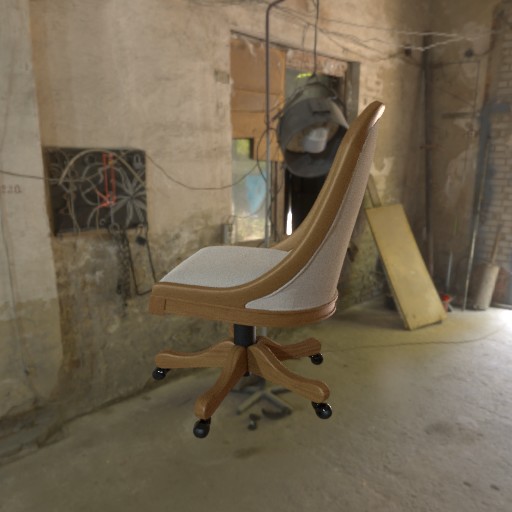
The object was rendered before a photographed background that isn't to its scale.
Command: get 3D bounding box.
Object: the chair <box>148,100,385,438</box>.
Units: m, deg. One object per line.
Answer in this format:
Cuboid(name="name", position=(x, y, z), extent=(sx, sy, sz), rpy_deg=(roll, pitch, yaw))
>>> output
Cuboid(name="chair", position=(0.000, 0.000, 1.556), extent=(0.811, 1.009, 0.702), rpy_deg=(2, 13, 8))
